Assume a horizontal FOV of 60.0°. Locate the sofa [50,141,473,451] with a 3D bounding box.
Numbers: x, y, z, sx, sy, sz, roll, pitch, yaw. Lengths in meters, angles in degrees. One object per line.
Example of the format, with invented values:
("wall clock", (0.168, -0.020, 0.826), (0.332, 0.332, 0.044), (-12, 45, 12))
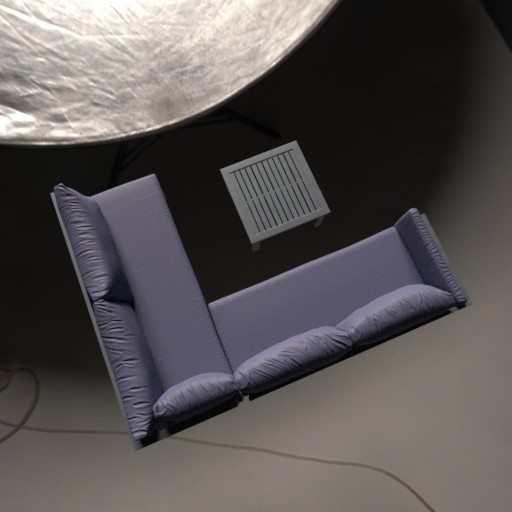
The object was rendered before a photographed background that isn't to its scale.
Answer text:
("sofa", (0.000, 0.000, 2.979), (2.149, 0.762, 1.658), (-22, 77, -5))
